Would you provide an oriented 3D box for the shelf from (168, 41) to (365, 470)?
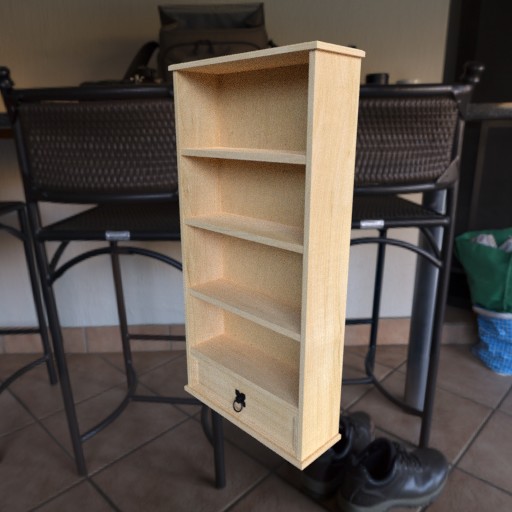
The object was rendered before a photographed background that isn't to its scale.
[{"bbox_3d":[0.000,0.000,1.253,0.175,1.030,0.520,-15,22,-42],"label":"shelf"}]
